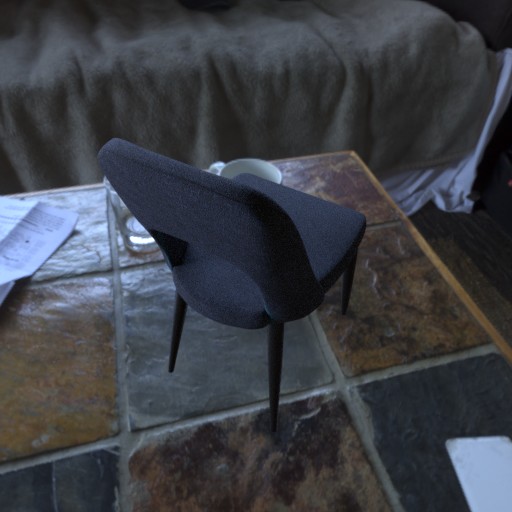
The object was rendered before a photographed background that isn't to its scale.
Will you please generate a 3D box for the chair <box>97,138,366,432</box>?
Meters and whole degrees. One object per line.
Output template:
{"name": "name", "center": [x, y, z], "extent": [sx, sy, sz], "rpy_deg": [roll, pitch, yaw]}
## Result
{"name": "chair", "center": [0.000, 0.000, 1.235], "extent": [0.470, 0.931, 0.612], "rpy_deg": [23, 50, 21]}
